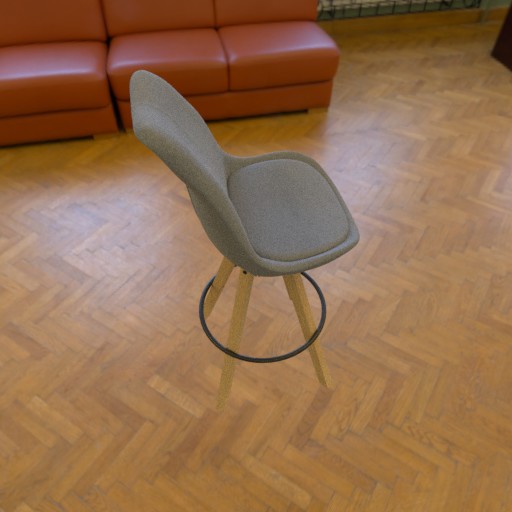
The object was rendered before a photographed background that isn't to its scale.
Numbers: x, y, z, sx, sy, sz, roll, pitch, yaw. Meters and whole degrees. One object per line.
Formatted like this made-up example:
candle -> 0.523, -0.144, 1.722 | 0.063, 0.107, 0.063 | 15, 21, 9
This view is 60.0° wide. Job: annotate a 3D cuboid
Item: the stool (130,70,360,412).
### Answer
stool -> 0.000, 0.000, 1.386 | 0.550, 1.115, 0.485 | -10, 49, -9
